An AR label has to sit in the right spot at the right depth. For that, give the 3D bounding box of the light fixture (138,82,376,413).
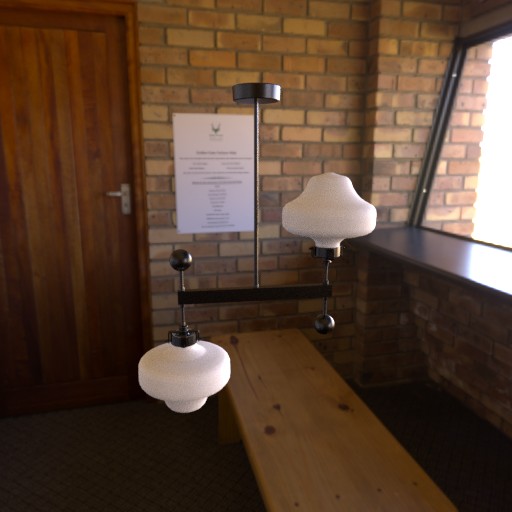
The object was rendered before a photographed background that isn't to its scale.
[{"bbox_3d":[0.000,0.000,1.028,0.422,0.743,0.489,11,16,43],"label":"light fixture"}]
